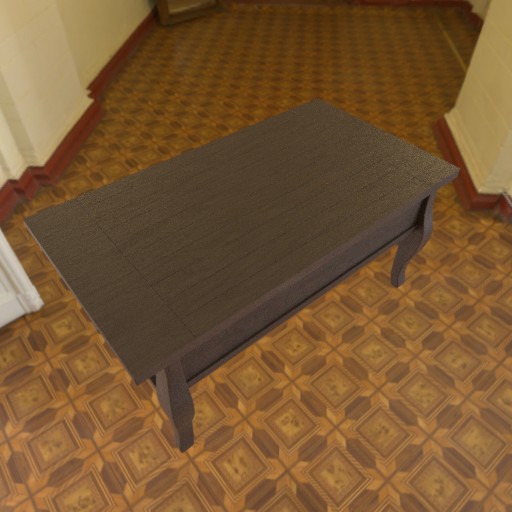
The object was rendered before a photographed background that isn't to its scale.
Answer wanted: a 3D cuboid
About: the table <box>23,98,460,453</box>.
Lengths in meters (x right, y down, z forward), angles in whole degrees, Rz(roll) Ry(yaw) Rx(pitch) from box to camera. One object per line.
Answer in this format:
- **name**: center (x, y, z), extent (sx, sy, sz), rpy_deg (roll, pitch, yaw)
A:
- **table**: center (0.000, 0.000, 1.386), extent (1.062, 0.494, 0.600), rpy_deg (-30, 52, -27)
